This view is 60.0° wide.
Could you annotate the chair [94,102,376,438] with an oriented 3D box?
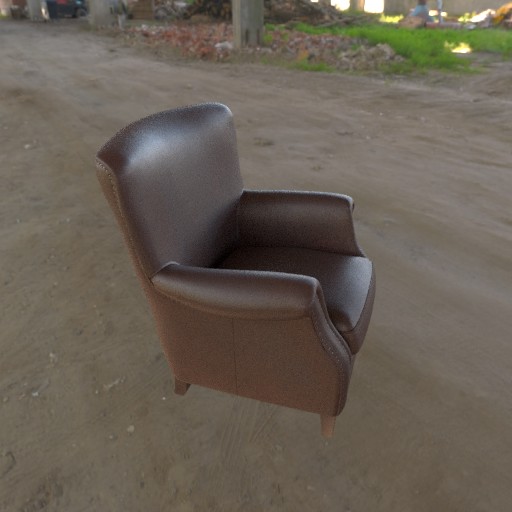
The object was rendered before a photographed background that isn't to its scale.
[{"bbox_3d":[0.000,0.000,1.386,0.746,0.800,0.700,10,32,17],"label":"chair"}]
